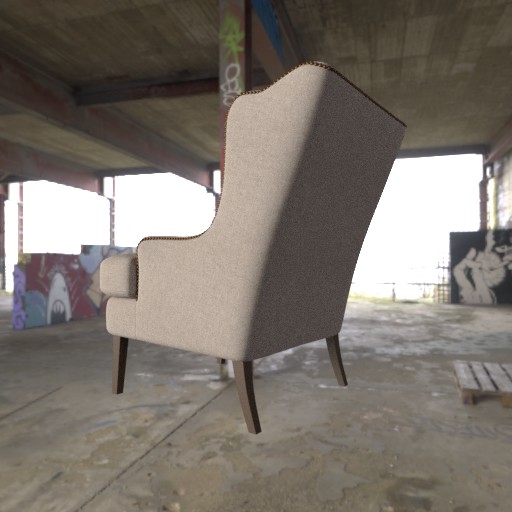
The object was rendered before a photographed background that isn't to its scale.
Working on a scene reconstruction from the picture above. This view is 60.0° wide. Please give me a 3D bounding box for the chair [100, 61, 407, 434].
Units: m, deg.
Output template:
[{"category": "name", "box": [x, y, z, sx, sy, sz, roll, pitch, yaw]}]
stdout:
[{"category": "chair", "box": [0.000, 0.000, 1.657, 0.940, 1.029, 0.737, 0, -1, 36]}]
